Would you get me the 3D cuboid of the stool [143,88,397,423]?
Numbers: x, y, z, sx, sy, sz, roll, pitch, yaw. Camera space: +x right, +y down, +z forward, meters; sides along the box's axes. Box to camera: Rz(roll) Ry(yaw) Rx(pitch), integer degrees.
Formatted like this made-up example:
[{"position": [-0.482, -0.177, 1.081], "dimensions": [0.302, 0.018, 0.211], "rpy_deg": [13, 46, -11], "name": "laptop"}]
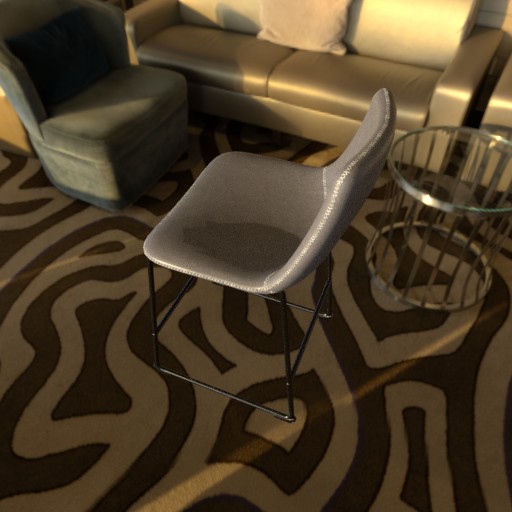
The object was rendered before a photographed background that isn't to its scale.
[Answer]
[{"position": [0.000, 0.000, 1.182], "dimensions": [0.546, 0.876, 0.470], "rpy_deg": [16, 48, 15], "name": "stool"}]
